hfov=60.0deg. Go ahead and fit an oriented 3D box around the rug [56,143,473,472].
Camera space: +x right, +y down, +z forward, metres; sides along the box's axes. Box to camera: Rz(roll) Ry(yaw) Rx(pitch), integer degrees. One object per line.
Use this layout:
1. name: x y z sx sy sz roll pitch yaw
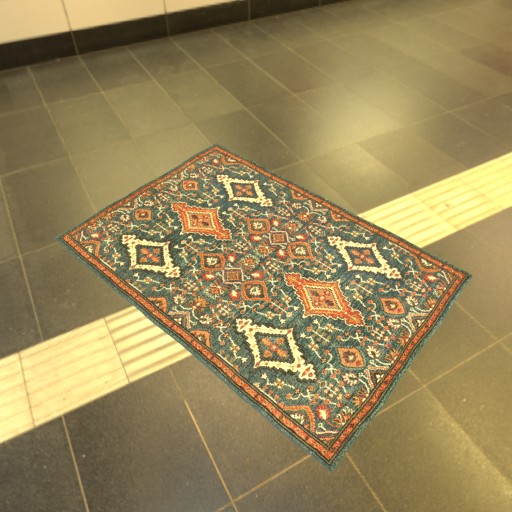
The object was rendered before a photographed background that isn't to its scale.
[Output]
1. rug: 0.000 0.000 2.994 2.373 0.009 1.622 33 55 27
